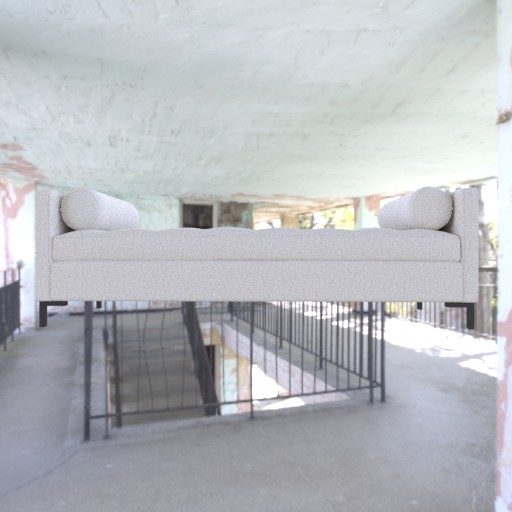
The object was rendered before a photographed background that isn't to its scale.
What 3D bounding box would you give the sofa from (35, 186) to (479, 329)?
[{"bbox_3d":[0.000,0.000,2.323,1.985,0.641,0.746,0,1,2],"label":"sofa"}]
